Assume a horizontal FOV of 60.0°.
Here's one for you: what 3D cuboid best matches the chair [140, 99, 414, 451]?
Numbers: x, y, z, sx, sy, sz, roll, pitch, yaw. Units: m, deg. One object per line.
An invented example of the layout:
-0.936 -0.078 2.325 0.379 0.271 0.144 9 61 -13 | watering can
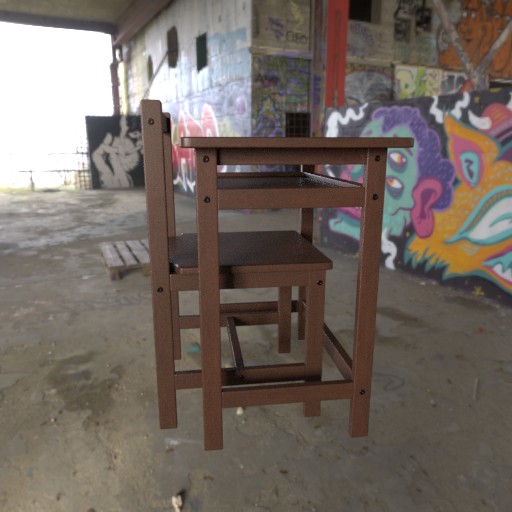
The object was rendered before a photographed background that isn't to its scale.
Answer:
0.000 0.000 1.062 0.463 0.673 0.599 -2 14 -8 | chair
